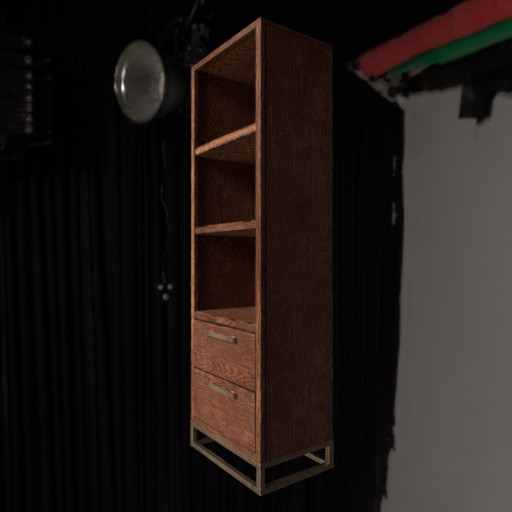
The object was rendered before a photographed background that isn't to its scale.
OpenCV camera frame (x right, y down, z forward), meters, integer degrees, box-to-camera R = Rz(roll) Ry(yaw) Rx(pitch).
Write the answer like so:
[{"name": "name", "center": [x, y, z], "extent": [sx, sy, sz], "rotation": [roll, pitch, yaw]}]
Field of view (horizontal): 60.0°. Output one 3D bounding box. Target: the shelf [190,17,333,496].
[{"name": "shelf", "center": [0.000, 0.000, 1.920], "extent": [0.395, 1.732, 0.539], "rotation": [0, 0, -36]}]
